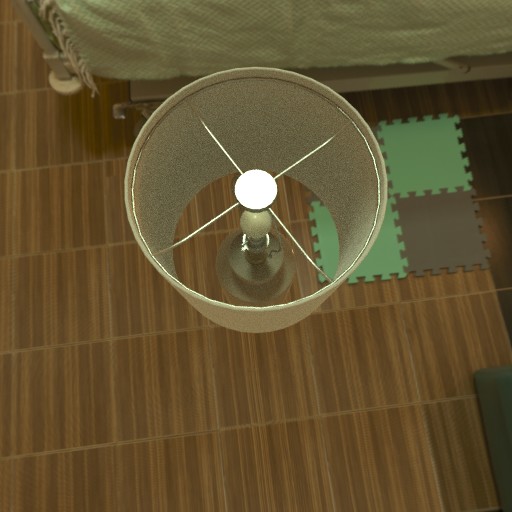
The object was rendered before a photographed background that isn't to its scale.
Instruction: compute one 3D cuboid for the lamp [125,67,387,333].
[{"bbox_3d":[0.000,0.000,0.595,0.212,0.493,0.212,-35,78,-8],"label":"lamp"}]
